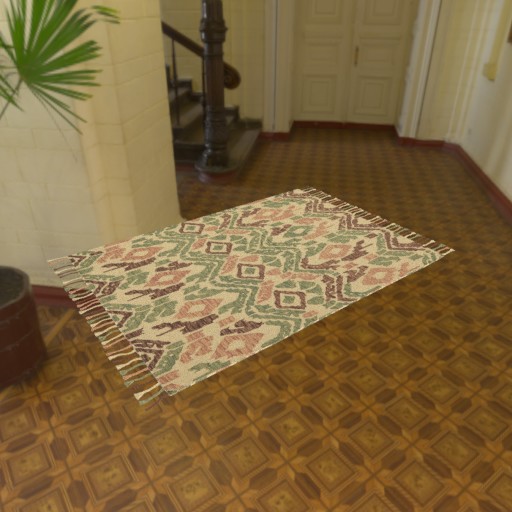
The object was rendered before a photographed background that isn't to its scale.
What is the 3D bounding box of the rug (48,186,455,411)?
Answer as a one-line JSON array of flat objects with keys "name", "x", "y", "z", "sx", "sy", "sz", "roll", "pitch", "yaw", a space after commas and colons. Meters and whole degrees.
[{"name": "rug", "x": 0.000, "y": 0.000, "z": 2.357, "sx": 1.829, "sy": 0.010, "sz": 1.219, "roll": -20, "pitch": 36, "yaw": -31}]
